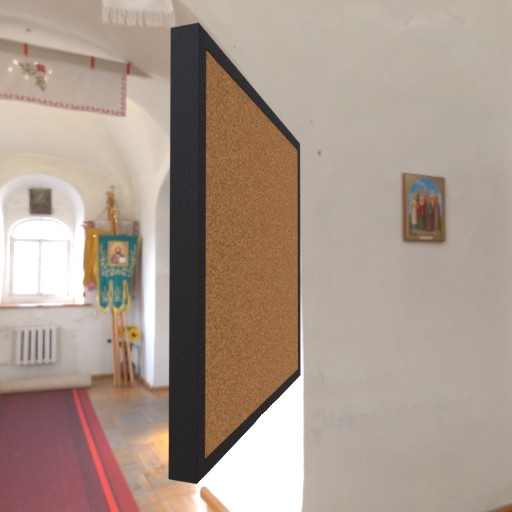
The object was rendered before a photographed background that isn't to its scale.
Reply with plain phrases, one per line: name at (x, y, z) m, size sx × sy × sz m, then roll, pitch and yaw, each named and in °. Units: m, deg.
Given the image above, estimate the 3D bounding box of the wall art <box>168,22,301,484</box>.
wall art at (0.000, 0.000, 0.728) m, size 0.036 × 0.503 × 0.506 m, roll 0°, pitch -2°, yaw 18°
